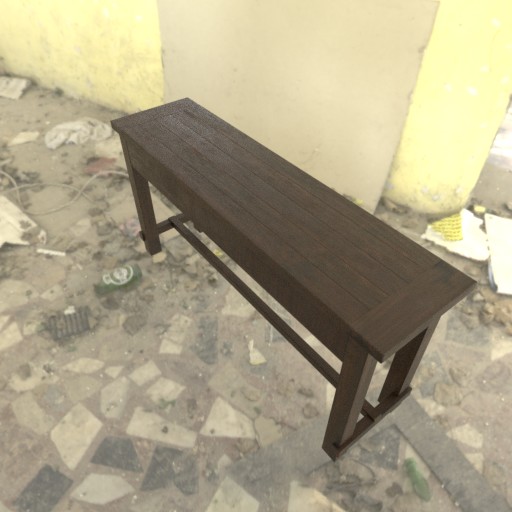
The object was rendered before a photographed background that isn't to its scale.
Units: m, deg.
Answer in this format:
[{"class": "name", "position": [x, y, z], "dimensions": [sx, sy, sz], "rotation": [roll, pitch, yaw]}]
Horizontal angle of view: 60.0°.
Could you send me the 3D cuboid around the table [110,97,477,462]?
[{"class": "table", "position": [0.000, 0.000, 1.914], "dimensions": [0.442, 0.762, 1.599], "rotation": [-28, 50, -27]}]
